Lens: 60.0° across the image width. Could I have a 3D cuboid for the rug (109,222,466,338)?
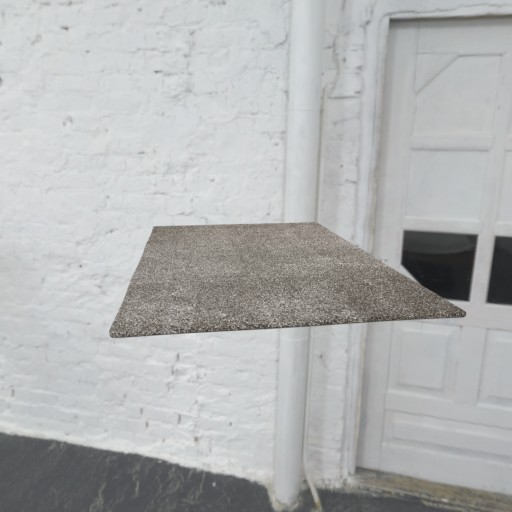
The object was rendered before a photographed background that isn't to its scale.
[{"bbox_3d":[0.000,0.000,2.939,1.501,0.025,2.352,-2,14,-8],"label":"rug"}]
